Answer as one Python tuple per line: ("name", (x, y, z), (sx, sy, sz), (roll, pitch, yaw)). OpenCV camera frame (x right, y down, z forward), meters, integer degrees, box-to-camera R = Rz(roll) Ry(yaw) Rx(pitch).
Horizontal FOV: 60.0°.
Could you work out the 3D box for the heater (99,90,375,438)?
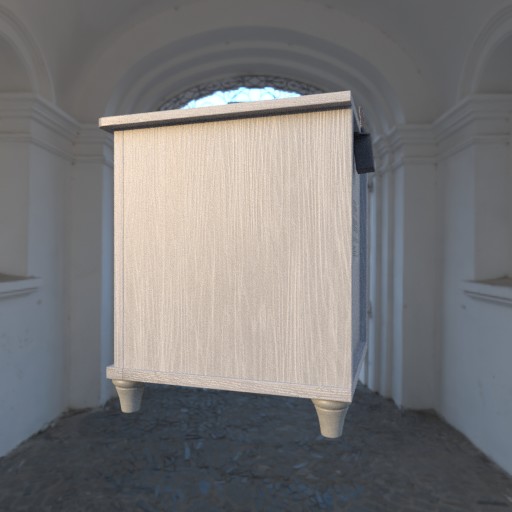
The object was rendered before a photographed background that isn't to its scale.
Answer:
("heater", (0.000, 0.000, 0.774), (0.400, 0.481, 0.362), (0, 0, 17))
